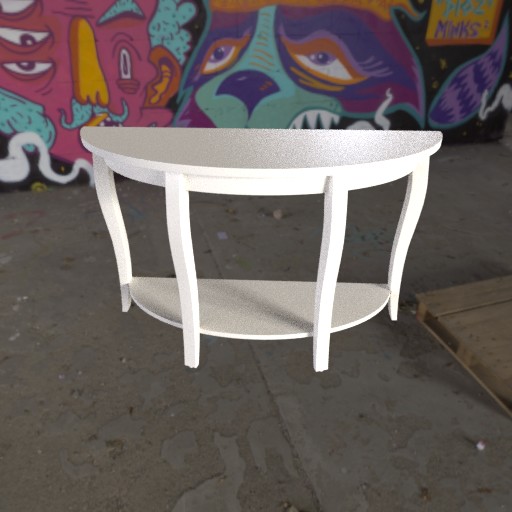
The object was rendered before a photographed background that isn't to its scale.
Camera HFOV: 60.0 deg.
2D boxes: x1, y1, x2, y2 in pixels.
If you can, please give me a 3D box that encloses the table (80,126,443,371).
[{"bbox_3d":[0.000,0.000,1.550,1.219,0.780,0.394,1,31,2],"label":"table"}]
